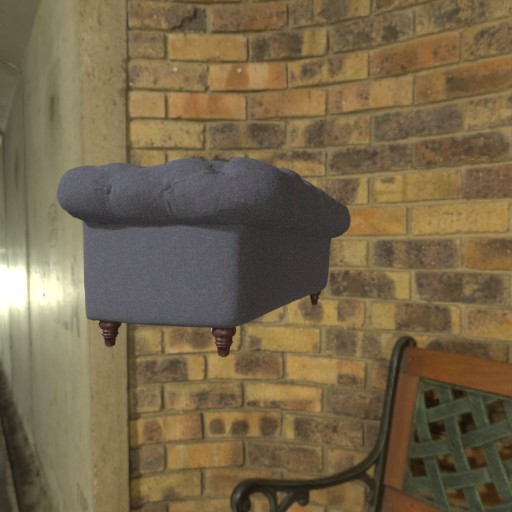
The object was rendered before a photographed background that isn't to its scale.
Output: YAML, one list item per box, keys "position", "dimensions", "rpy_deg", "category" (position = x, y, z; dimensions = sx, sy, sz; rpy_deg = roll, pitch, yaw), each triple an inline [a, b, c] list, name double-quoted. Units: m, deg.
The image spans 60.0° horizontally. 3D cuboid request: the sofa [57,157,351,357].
- position: [0.000, 0.000, 2.818]
  dimensions: [1.046, 0.836, 2.335]
  rpy_deg: [0, 1, 19]
  category: "sofa"
